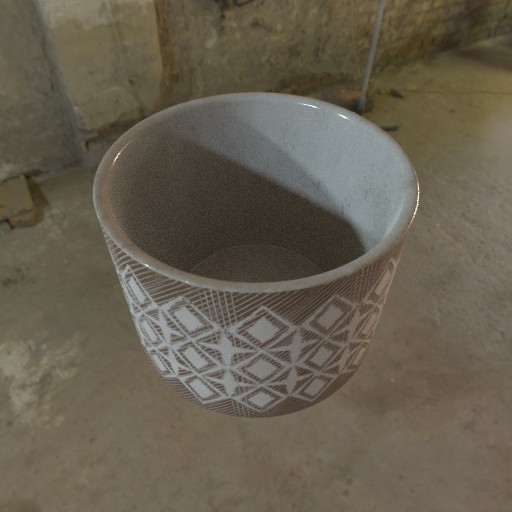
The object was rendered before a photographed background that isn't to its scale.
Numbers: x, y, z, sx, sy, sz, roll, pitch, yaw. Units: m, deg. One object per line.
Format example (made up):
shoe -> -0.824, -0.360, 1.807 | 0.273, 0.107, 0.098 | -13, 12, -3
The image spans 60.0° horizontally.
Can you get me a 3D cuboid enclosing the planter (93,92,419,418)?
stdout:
planter -> 0.000, 0.000, 0.215 | 0.126, 0.104, 0.126 | 0, 47, 0
